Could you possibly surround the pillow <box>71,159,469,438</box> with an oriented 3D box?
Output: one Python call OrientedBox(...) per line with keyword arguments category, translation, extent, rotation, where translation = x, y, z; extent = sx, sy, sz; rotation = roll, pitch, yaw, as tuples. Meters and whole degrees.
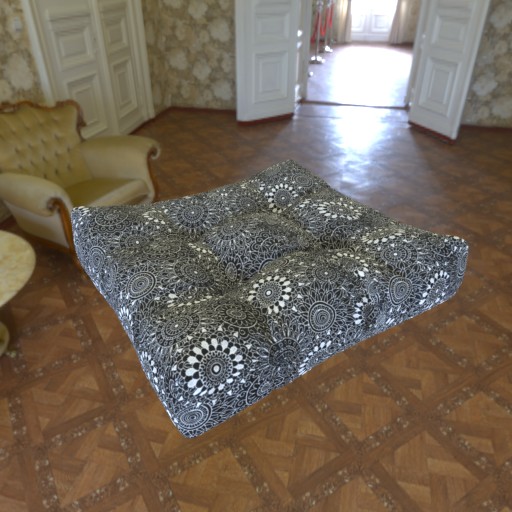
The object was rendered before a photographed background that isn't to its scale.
OrientedBox(category="pillow", translation=(0.000, 0.000, 0.730), extent=(0.490, 0.128, 0.468), rotation=(-19, 37, -27))
